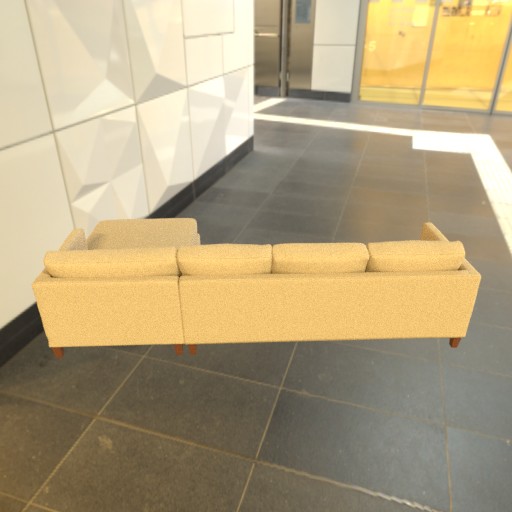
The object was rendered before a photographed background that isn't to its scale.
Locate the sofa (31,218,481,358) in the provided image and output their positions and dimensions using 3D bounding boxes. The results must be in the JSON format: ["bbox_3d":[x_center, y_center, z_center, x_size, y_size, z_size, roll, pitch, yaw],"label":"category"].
[{"bbox_3d":[0.000,0.000,3.926,3.186,0.861,1.625,-1,29,-2],"label":"sofa"}]
